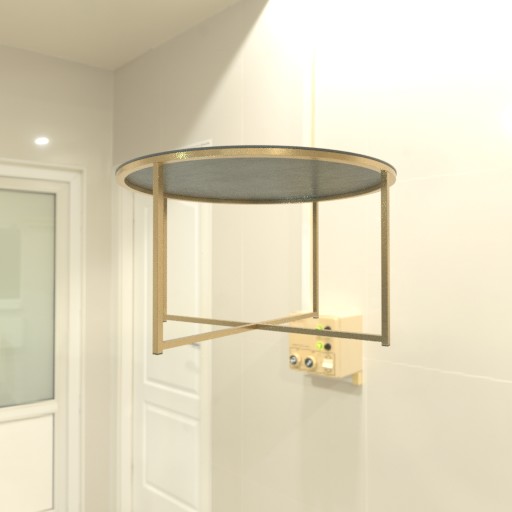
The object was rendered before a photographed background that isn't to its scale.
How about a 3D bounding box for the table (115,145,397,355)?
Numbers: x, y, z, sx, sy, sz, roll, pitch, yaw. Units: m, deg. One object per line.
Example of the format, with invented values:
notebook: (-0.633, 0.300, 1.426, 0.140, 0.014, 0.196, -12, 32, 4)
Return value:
table: (0.000, 0.000, 1.319, 0.800, 0.450, 0.800, 0, -1, 0)
